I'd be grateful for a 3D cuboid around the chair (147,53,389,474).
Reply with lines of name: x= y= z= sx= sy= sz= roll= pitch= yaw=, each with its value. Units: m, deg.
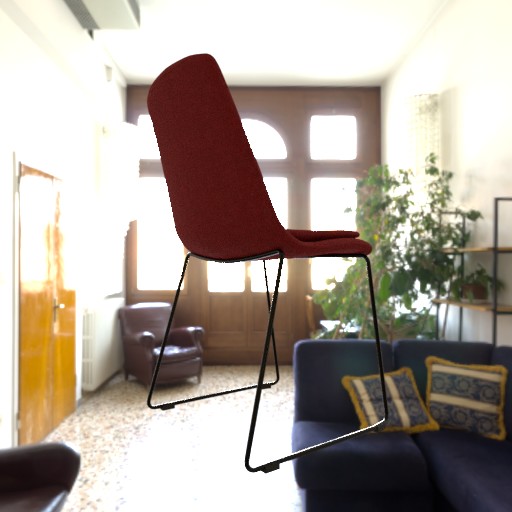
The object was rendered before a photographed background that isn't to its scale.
chair: x=0.000 y=0.000 z=1.154 sx=0.518 sy=0.858 sz=0.479 roll=1 pitch=-1 yaw=-37
